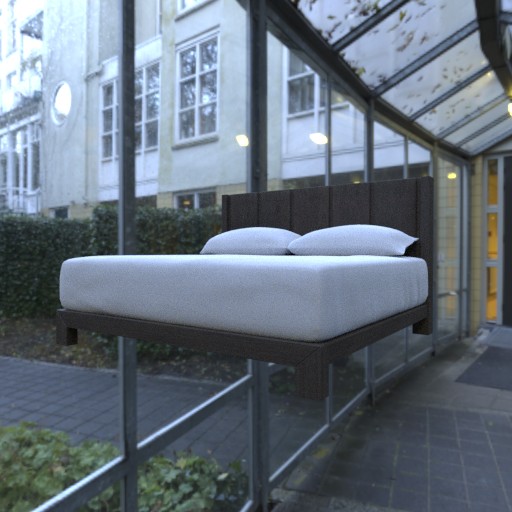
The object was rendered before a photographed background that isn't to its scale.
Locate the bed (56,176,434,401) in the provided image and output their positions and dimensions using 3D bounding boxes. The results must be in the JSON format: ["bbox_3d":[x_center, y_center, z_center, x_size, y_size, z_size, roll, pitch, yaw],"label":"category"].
[{"bbox_3d":[0.000,0.000,3.419,2.134,1.270,2.012,1,1,35],"label":"bed"}]
